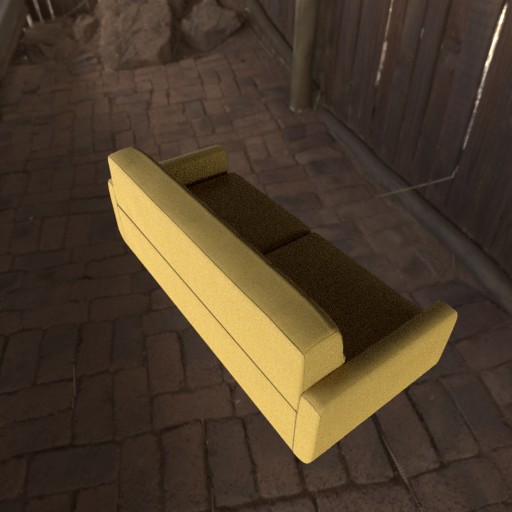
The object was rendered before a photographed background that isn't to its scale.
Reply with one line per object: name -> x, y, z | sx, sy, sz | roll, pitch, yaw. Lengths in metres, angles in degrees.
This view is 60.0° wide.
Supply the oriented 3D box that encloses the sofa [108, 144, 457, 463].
sofa -> 0.000, 0.000, 2.537 | 0.909, 0.841, 2.029 | -26, 47, -26
